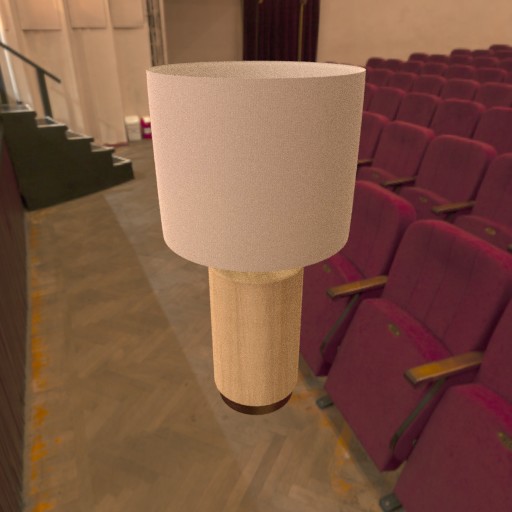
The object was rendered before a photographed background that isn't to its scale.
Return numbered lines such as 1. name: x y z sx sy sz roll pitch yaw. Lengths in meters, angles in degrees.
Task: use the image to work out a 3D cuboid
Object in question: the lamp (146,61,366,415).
1. lamp: 0.000 0.000 0.567 0.228 0.444 0.228 -9 28 -17
